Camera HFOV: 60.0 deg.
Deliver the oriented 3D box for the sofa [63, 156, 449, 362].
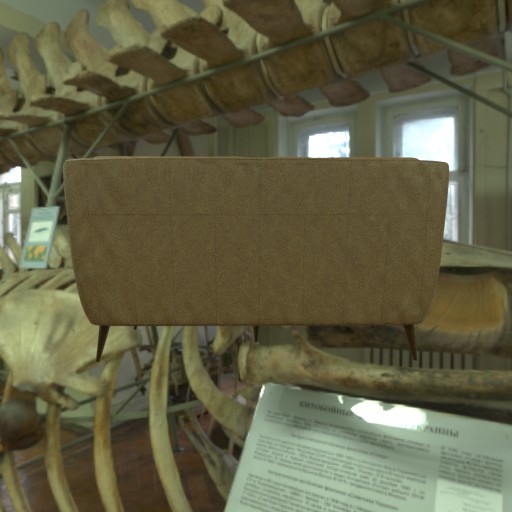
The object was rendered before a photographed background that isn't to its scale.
[{"bbox_3d":[0.000,0.000,2.294,1.731,0.886,0.981,0,1,-1],"label":"sofa"}]
